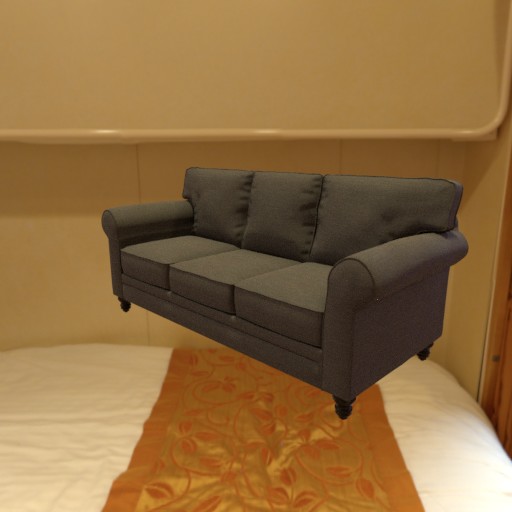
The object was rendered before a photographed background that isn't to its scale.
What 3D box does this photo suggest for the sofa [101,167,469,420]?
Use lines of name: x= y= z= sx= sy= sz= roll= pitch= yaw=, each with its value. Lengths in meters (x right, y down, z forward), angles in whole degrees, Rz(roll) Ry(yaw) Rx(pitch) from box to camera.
sofa: x=0.000 y=0.000 z=2.604 sx=2.084 sy=0.966 sz=0.909 roll=13 pitch=19 yaw=43
